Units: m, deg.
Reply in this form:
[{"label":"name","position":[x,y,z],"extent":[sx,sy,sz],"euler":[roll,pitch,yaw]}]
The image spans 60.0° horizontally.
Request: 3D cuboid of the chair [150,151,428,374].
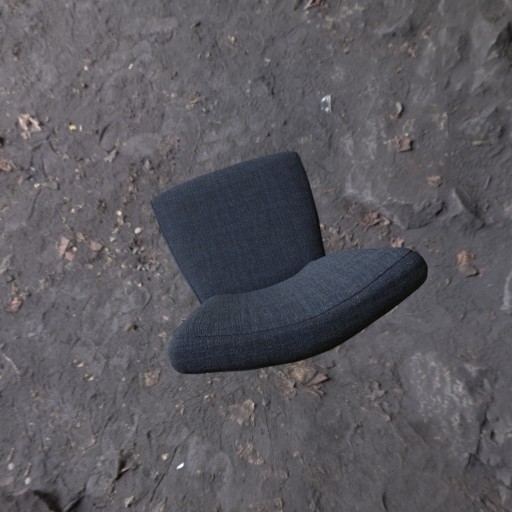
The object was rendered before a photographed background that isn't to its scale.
[{"label":"chair","position":[0.000,0.000,1.344],"extent":[0.520,0.991,0.660],"euler":[-20,76,-5]}]
